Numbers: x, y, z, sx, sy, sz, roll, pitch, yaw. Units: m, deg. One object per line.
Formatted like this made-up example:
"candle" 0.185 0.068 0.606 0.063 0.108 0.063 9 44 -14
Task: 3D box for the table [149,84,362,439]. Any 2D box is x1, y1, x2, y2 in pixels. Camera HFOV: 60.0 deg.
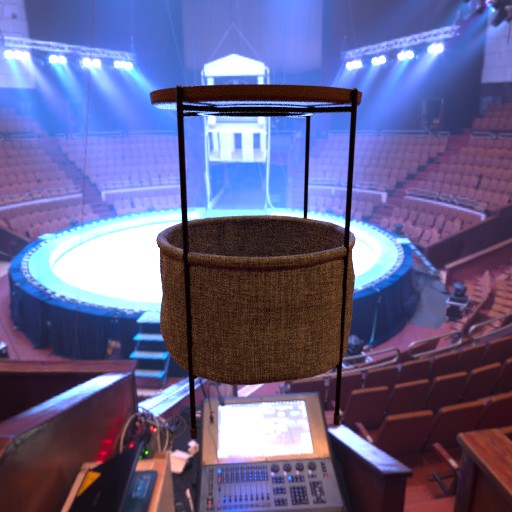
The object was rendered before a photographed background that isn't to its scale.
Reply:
"table" 0.000 0.000 0.906 0.400 0.623 0.400 -2 16 -8
